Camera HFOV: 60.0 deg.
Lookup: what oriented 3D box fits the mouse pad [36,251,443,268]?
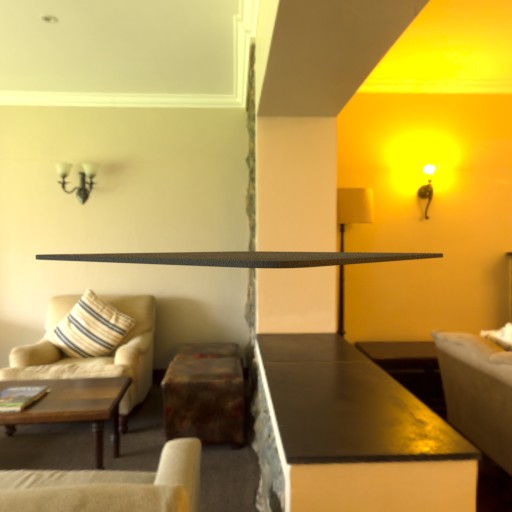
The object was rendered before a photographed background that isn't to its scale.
[{"bbox_3d":[0.000,0.000,0.316,0.203,0.003,0.229,1,2,38],"label":"mouse pad"}]
